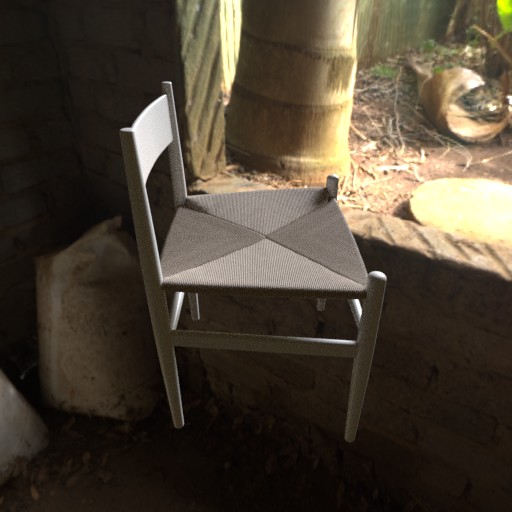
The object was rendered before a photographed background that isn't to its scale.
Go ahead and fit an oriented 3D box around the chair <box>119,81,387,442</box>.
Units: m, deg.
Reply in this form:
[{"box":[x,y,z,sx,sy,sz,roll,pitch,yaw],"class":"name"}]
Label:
[{"box":[0.000,0.000,1.126,0.495,0.762,0.556,0,31,-1],"class":"chair"}]
